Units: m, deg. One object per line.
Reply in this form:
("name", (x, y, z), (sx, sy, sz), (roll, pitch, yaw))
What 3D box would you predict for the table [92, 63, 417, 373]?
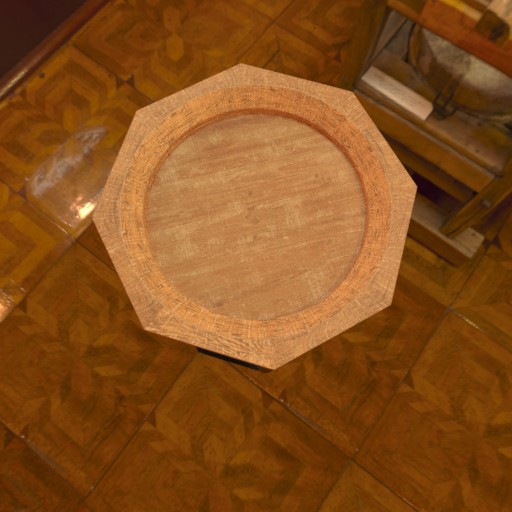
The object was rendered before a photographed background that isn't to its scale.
("table", (0.000, 0.000, 0.857), (0.437, 0.553, 0.437), (38, 78, 10))
